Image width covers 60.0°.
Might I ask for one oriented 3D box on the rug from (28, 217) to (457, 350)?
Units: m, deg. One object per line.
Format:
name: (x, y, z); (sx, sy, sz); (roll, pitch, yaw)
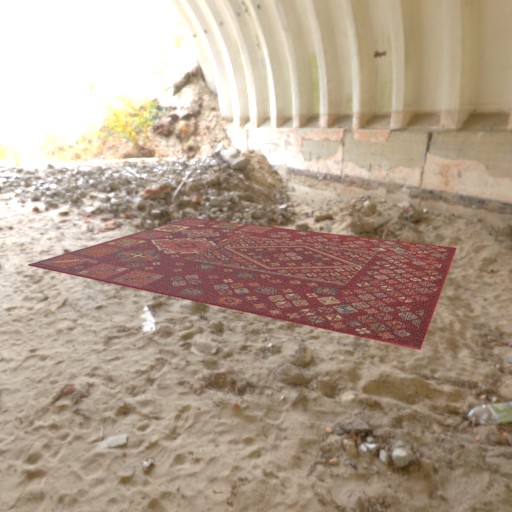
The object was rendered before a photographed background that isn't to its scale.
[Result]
rug: (0.000, 0.000, 4.183); (3.306, 0.011, 2.389); (8, 18, 27)
